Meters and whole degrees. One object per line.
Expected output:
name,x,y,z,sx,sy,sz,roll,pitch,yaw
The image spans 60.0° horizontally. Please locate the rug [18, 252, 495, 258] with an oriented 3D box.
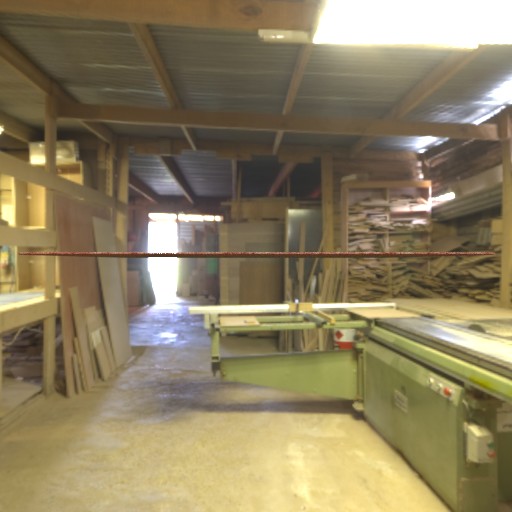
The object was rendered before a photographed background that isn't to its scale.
rug,0.000,0.000,4.046,3.050,0.016,2.441,0,-1,-1
